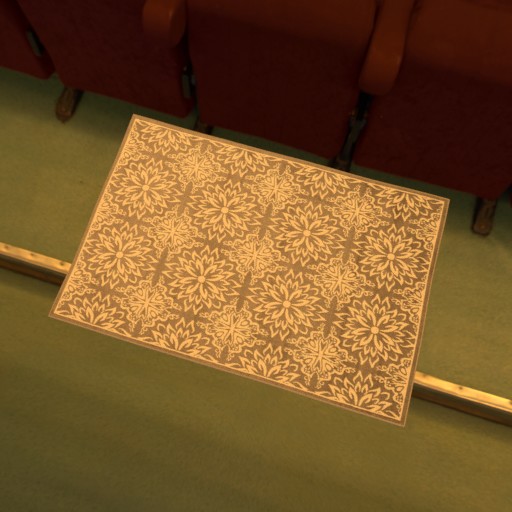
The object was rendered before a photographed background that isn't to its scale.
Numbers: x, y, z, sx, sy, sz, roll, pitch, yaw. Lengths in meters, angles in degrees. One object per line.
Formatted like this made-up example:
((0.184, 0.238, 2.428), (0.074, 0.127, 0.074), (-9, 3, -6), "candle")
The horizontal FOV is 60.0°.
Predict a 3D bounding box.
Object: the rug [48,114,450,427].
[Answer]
((0.000, 0.000, 2.339), (1.847, 0.012, 1.224), (16, 75, 4), "rug")
